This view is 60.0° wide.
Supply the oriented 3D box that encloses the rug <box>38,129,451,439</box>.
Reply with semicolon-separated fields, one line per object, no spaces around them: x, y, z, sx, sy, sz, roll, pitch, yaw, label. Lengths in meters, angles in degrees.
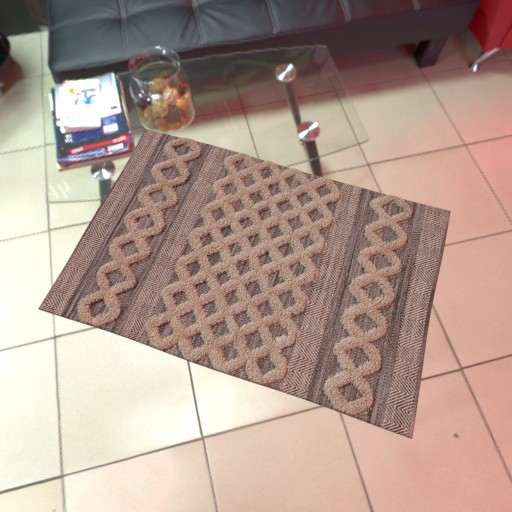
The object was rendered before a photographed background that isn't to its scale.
0.000;0.000;2.276;1.823;0.030;1.222;17;64;8;rug
